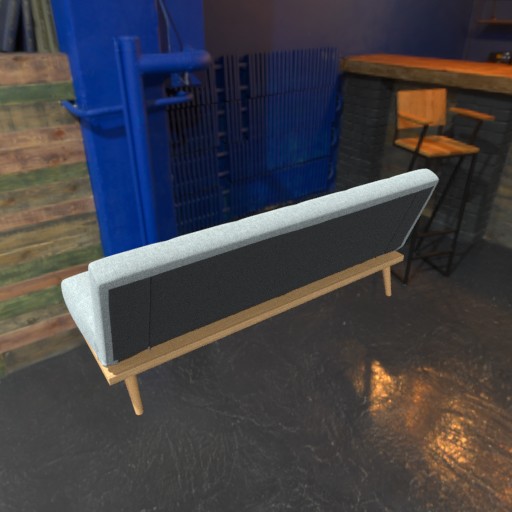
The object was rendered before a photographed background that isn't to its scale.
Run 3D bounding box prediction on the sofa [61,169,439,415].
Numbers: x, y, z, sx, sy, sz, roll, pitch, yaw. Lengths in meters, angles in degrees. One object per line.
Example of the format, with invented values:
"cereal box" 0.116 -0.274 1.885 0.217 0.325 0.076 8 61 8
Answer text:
"sofa" 0.000 0.000 2.322 1.820 0.800 0.800 -19 34 -30
